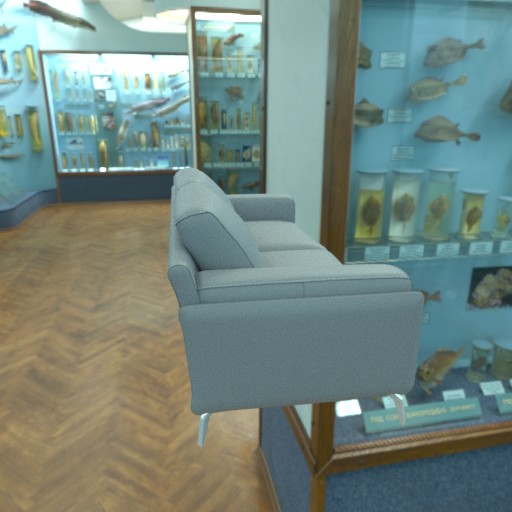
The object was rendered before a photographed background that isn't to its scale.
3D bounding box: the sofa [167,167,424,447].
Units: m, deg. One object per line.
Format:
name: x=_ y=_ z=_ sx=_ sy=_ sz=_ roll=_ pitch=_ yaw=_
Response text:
sofa: x=0.000 y=0.000 z=2.615 sx=0.969 sy=0.900 sz=2.100 roll=-3 pitch=18 yaw=-9
